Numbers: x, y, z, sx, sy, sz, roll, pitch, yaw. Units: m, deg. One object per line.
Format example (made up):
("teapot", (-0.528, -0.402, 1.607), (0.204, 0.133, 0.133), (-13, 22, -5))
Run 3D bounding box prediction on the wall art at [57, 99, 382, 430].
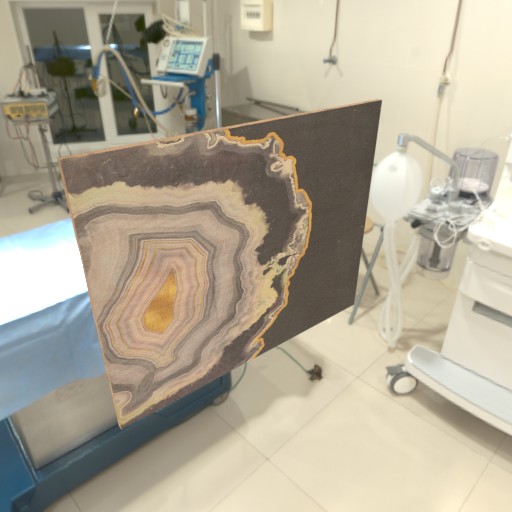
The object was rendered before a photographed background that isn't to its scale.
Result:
("wall art", (0.000, 0.000, 0.688), (0.508, 0.408, 0.010), (-21, 36, -32))
